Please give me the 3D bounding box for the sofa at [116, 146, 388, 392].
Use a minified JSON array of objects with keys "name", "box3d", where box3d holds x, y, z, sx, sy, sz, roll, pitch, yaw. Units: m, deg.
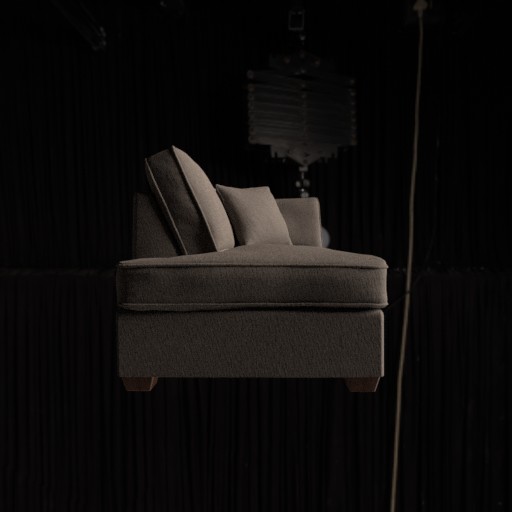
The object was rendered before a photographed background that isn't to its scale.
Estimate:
[{"name":"sofa","box3d":[0.000,0.000,2.824,1.110,1.033,2.237,0,1,1]}]
